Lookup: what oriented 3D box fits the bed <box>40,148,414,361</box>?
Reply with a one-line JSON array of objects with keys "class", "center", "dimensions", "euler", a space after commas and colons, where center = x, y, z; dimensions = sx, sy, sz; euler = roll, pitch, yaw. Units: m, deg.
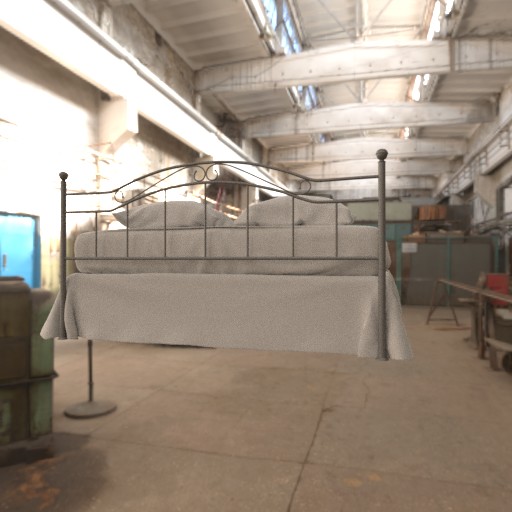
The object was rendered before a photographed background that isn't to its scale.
[{"class": "bed", "center": [0.000, 0.000, 3.573], "dimensions": [2.309, 1.080, 2.220], "euler": [0, 0, 17]}]
